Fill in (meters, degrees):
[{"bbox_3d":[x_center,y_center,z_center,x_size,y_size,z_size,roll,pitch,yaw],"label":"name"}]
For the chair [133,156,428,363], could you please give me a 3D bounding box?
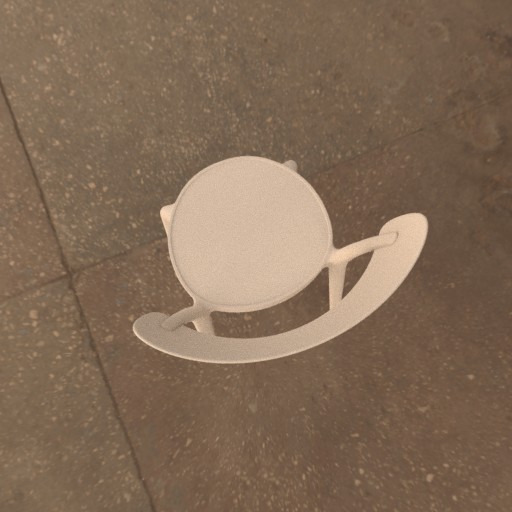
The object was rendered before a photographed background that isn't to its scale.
[{"bbox_3d":[0.000,0.000,1.105,0.506,0.790,0.491,-21,78,-5],"label":"chair"}]
